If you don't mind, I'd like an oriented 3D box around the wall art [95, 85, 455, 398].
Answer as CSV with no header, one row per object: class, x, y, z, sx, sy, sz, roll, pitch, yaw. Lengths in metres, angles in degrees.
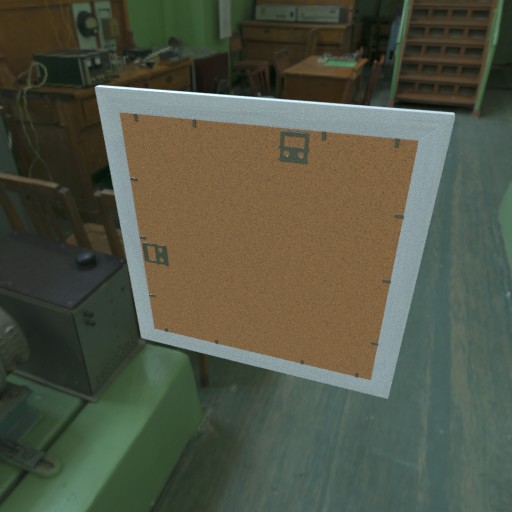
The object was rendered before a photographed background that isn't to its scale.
wall art,0.000,0.000,0.850,0.584,0.584,0.013,10,34,15
